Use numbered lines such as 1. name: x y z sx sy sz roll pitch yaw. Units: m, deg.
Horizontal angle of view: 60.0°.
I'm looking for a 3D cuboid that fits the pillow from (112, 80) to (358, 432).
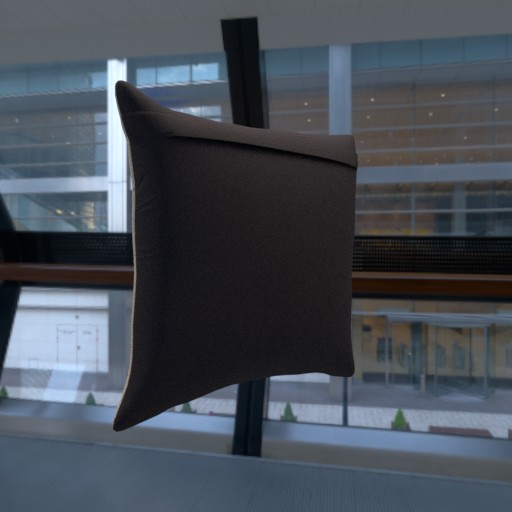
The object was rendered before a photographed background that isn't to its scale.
1. pillow: 0.000 0.000 0.629 0.405 0.406 0.173 0 0 -36
